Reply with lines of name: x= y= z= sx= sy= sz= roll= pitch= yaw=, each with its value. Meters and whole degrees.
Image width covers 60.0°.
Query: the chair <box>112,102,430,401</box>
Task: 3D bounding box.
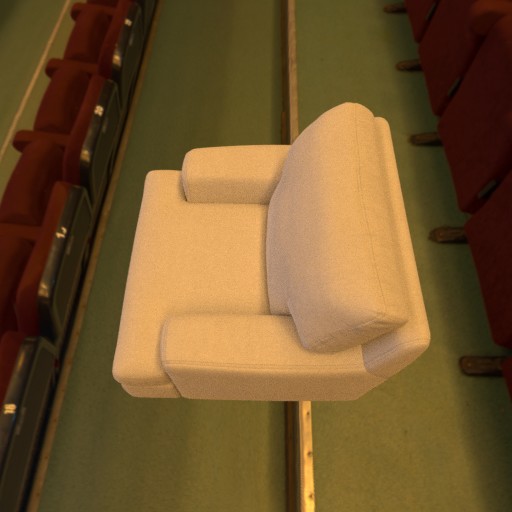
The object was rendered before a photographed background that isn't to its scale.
chair: x=0.000 y=0.000 z=1.971 sx=1.158 sy=0.930 sz=1.140 roll=1 pitch=60 yaw=0
